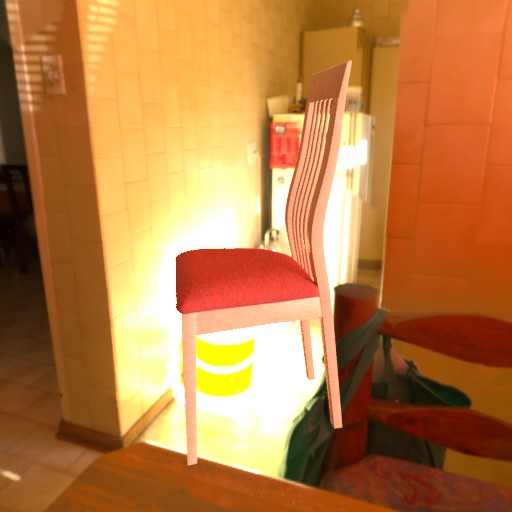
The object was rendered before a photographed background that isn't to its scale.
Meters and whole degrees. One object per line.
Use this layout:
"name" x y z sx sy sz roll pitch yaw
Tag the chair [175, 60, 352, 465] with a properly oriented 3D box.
"chair" 0.000 0.000 1.296 0.474 1.027 0.460 -3 17 -10
